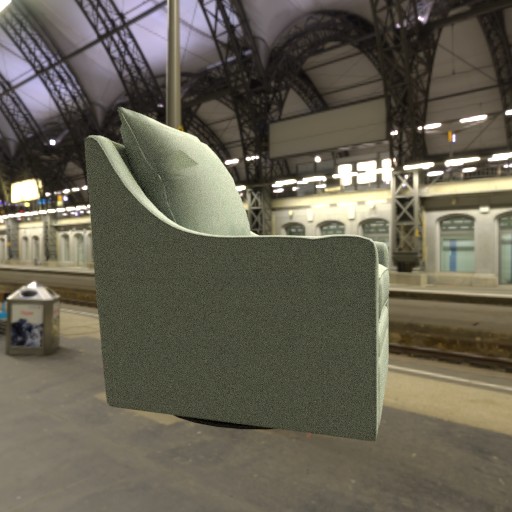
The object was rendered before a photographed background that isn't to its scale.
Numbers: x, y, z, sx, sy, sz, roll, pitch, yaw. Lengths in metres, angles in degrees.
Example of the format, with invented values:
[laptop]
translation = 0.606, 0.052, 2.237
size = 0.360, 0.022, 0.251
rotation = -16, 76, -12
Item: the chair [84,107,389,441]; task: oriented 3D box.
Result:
[chair]
translation = 0.000, 0.000, 1.535
size = 0.870, 0.926, 0.760
rotation = 0, 1, 19
